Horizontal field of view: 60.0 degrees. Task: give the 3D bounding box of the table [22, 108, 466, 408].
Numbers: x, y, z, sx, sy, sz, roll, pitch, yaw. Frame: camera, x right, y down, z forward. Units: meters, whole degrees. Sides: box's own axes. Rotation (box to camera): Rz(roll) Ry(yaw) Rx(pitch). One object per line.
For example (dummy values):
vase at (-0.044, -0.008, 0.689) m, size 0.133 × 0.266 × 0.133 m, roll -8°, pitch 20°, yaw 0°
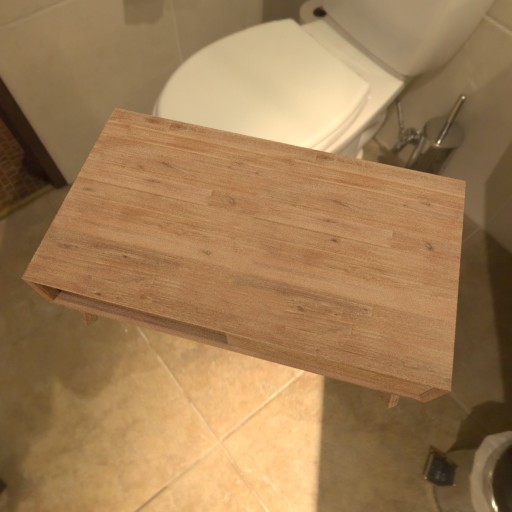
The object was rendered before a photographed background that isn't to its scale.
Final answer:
table at (0.000, 0.000, 2.036) m, size 1.619 × 0.531 × 0.918 m, roll 14°, pitch 64°, yaw 7°
